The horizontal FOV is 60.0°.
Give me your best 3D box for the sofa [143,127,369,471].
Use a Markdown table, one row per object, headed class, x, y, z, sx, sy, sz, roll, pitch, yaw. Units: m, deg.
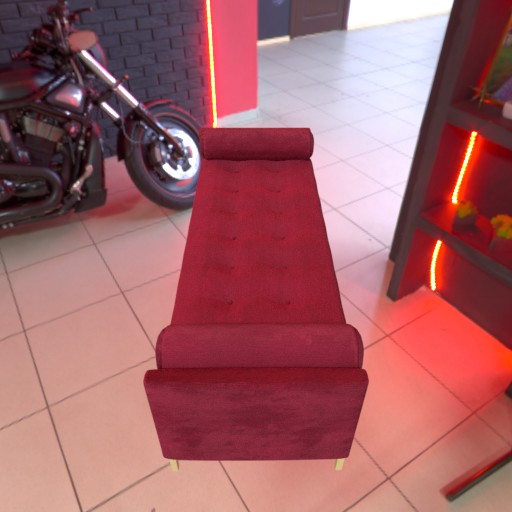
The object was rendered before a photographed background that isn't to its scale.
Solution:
| class | x | y | z | sx | sy | sz | roll | pitch | yaw |
| --- | --- | --- | --- | --- | --- | --- | --- | --- | --- |
| sofa | 0.000 | 0.000 | 2.478 | 0.796 | 0.705 | 2.102 | 0 | 40 | 0 |
